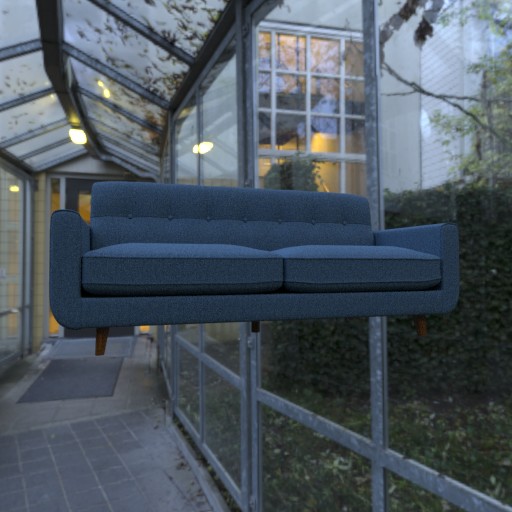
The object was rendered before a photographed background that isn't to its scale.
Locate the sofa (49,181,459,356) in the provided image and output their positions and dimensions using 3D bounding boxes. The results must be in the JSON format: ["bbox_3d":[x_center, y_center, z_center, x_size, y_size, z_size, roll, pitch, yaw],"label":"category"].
[{"bbox_3d":[0.000,0.000,2.551,2.055,0.884,0.942,0,-1,-17],"label":"sofa"}]
